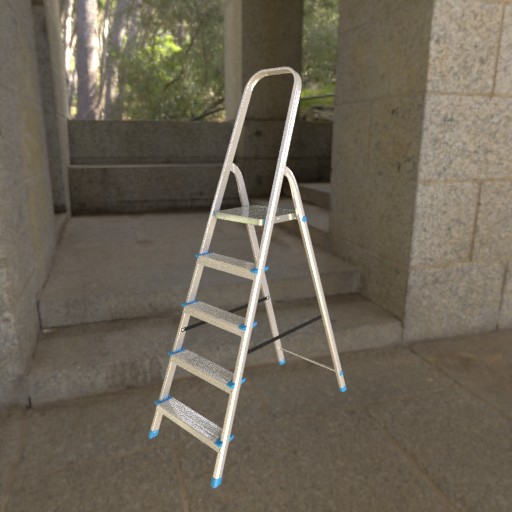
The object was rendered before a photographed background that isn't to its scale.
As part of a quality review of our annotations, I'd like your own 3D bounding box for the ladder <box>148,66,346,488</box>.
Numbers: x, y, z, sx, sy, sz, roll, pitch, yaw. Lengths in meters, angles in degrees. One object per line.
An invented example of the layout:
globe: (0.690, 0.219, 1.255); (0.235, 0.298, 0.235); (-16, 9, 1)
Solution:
ladder: (0.000, 0.000, 2.061); (0.468, 1.648, 0.990); (14, 20, 41)
